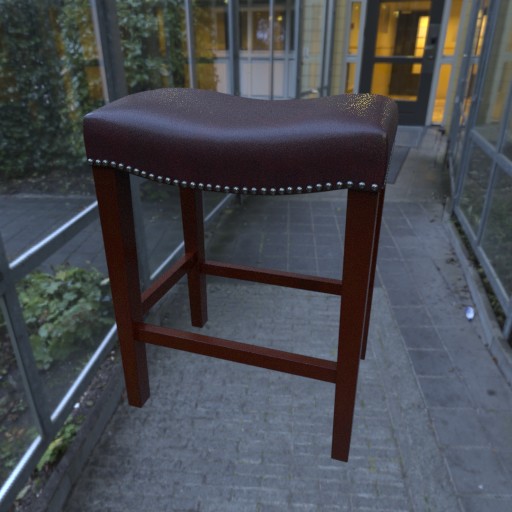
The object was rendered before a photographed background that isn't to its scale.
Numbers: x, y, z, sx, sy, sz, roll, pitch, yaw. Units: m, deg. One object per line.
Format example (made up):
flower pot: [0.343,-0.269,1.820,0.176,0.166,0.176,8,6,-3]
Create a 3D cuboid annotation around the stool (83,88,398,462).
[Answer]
stool: [0.000,0.000,0.947,0.504,0.657,0.372,8,27,16]
